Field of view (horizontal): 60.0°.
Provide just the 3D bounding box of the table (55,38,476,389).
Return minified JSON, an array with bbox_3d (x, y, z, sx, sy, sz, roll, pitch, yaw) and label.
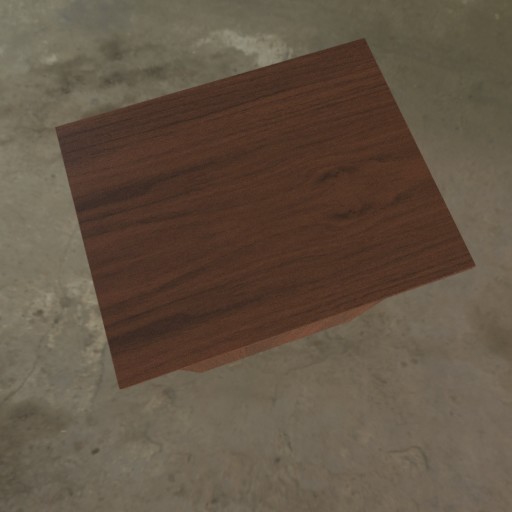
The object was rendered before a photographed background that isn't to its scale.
[{"bbox_3d":[0.000,0.000,0.913,0.480,0.636,0.381,-18,75,-5],"label":"table"}]
